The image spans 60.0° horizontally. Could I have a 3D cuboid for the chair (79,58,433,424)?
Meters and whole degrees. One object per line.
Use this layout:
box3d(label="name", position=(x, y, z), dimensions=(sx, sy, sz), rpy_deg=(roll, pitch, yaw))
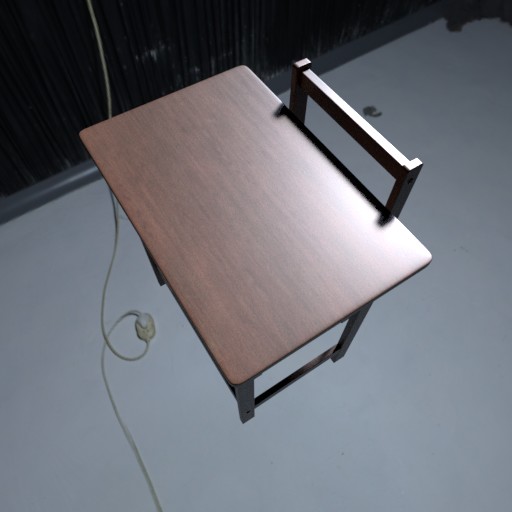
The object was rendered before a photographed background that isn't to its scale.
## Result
box3d(label="chair", position=(0.000, 0.000, 1.047), dimensions=(0.463, 0.673, 0.599), rpy_deg=(-29, 64, -16))
